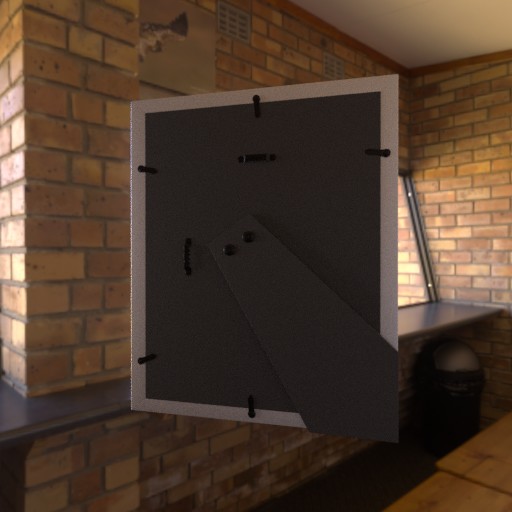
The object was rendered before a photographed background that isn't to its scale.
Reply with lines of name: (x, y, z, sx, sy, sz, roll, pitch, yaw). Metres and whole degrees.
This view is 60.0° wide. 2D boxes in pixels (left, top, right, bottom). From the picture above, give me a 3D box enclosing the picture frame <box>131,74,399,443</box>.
picture frame: (0.000, 0.000, 0.382, 0.233, 0.282, 0.036, 0, 0, 15)
